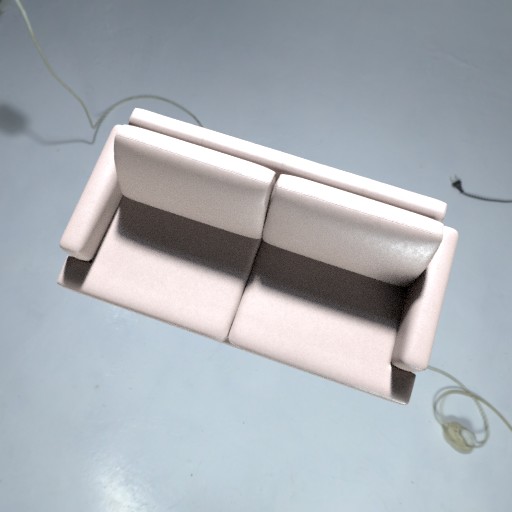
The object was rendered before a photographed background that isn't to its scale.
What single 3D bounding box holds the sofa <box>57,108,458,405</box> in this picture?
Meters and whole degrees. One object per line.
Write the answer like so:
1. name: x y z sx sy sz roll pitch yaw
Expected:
1. sofa: 0.000 0.000 2.373 1.940 0.765 0.974 18 76 5
